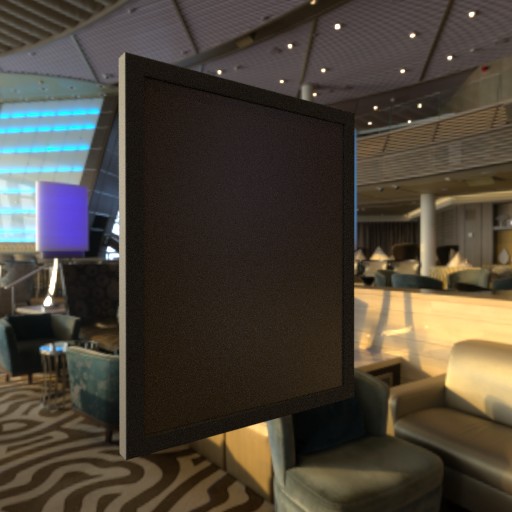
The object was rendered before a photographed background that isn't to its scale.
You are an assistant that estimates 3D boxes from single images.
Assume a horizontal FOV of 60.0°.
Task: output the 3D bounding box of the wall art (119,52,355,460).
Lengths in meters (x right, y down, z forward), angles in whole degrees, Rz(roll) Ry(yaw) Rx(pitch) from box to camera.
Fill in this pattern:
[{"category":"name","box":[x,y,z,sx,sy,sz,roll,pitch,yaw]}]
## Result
[{"category":"wall art","box":[0.000,0.000,0.748,0.457,0.558,0.028,0,1,-36]}]
